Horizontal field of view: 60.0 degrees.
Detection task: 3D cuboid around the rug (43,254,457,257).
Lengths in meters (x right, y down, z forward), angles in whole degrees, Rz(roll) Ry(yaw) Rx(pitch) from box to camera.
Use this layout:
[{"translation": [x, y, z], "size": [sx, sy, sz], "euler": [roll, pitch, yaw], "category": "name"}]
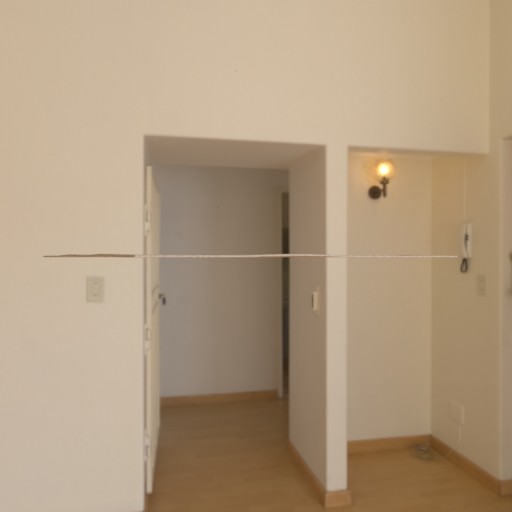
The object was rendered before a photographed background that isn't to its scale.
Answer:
[{"translation": [0.000, 0.000, 2.349], "size": [1.829, 0.013, 1.220], "euler": [0, 0, -37], "category": "rug"}]
